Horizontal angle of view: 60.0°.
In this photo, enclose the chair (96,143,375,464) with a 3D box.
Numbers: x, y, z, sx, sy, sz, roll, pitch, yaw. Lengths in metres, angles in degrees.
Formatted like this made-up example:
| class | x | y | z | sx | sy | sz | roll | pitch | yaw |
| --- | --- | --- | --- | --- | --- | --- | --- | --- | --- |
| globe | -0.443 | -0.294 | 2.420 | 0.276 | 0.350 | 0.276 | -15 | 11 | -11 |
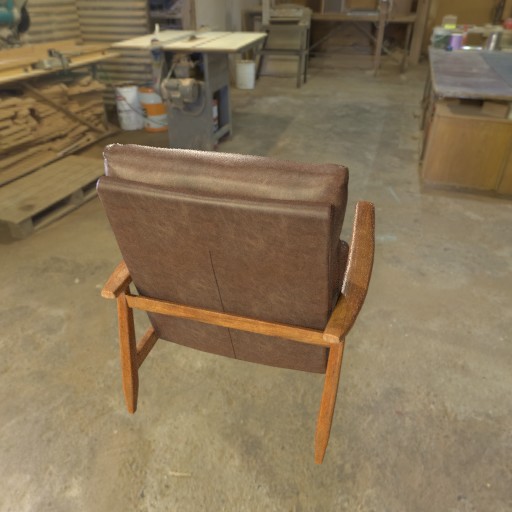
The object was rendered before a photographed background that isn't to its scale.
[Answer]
| class | x | y | z | sx | sy | sz | roll | pitch | yaw |
| --- | --- | --- | --- | --- | --- | --- | --- | --- | --- |
| chair | 0.000 | 0.000 | 1.531 | 0.782 | 0.897 | 0.830 | 9 | 33 | 14 |
